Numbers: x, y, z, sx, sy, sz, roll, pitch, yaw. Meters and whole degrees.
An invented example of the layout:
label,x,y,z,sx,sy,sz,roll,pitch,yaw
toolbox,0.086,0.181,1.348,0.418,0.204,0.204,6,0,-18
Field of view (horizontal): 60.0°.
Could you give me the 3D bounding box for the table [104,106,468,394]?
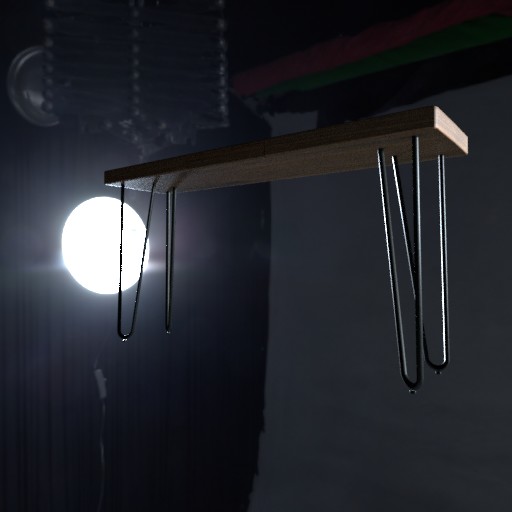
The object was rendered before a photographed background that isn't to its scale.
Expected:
label,x,y,z,sx,sy,sz,roll,pitch,yaw
table,0.000,0.000,1.868,1.570,0.834,0.425,0,-1,37
